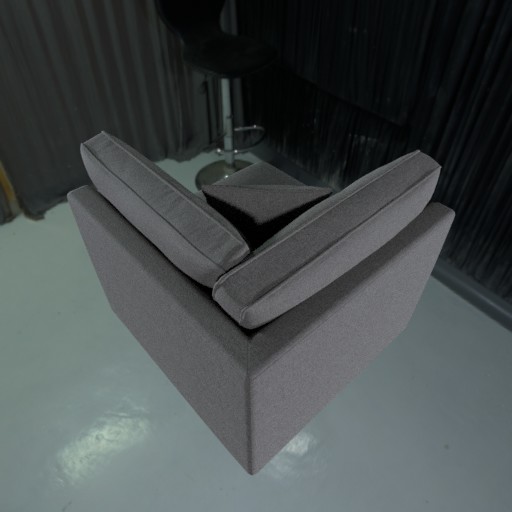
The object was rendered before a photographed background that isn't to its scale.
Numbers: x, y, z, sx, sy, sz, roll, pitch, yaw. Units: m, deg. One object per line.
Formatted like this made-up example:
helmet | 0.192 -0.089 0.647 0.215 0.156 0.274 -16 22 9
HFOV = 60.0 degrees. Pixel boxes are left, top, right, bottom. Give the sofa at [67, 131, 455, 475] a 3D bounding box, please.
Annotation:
sofa | 0.000 0.000 1.952 1.084 1.002 1.146 -33 54 -28
